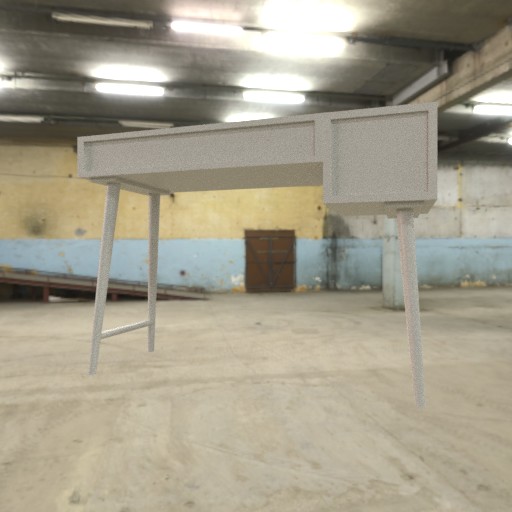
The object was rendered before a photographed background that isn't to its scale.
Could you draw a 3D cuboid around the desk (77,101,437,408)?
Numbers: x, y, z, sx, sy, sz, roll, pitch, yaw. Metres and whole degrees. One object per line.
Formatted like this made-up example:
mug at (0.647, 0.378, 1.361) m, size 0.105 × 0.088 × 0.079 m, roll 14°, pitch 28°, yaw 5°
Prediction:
desk at (0.000, 0.000, 1.449) m, size 1.069 × 0.761 × 0.409 m, roll 0°, pitch 0°, yaw 18°
